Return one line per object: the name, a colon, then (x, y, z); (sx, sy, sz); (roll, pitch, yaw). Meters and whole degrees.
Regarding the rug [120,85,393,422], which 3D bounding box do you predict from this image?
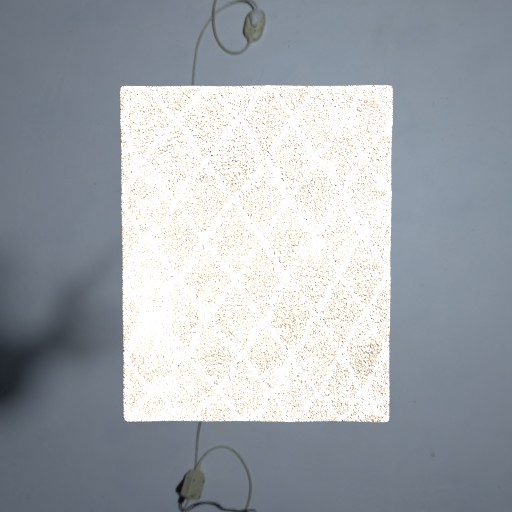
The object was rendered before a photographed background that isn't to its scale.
rug: (0.000, 0.000, 4.022); (2.438, 0.029, 3.047); (0, 92, 0)
